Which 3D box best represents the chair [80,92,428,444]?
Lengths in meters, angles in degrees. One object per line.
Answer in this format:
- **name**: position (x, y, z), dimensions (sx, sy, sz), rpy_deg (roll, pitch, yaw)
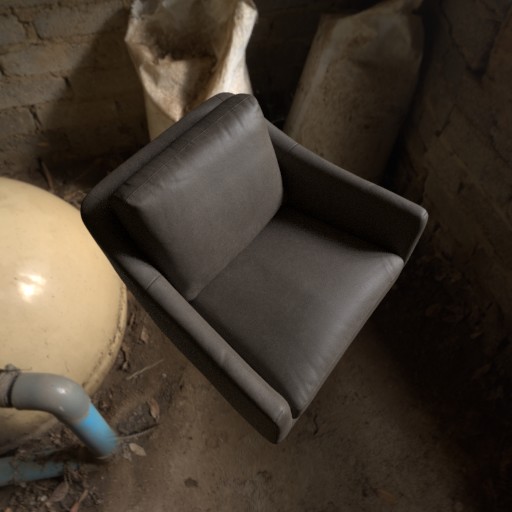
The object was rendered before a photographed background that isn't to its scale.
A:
- **chair**: position (0.000, 0.000, 1.747), dimensions (0.961, 0.901, 0.988), rpy_deg (33, 63, 20)
